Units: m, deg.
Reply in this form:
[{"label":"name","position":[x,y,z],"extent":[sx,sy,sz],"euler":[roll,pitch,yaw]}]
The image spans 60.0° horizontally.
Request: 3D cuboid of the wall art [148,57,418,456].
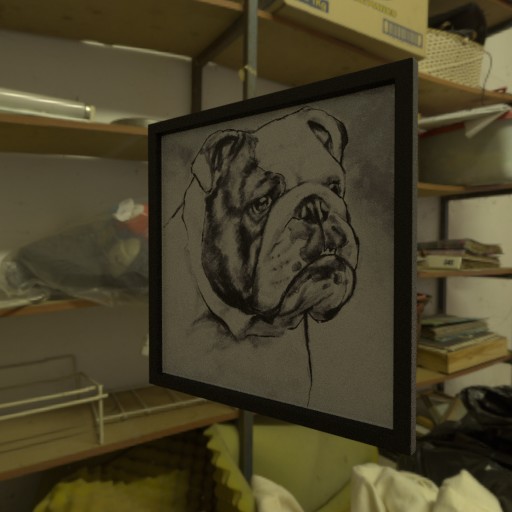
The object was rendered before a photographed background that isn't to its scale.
[{"label":"wall art","position":[0.000,0.000,0.646],"extent":[0.456,0.453,0.022],"euler":[1,1,37]}]
